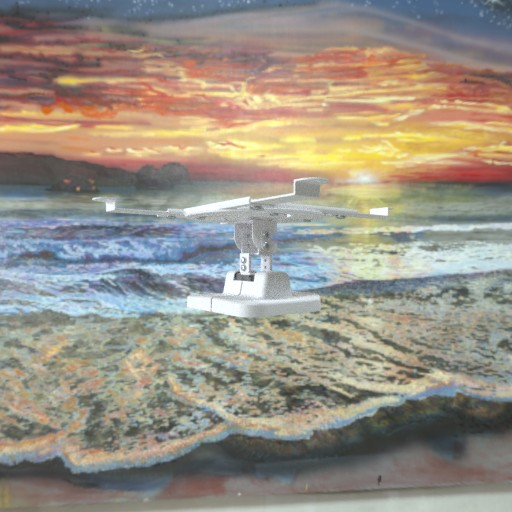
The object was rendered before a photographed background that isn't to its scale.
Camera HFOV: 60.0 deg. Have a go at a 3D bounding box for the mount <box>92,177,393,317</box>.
[{"bbox_3d":[0.000,0.000,0.604,0.394,0.141,0.394,0,0,-37],"label":"mount"}]
